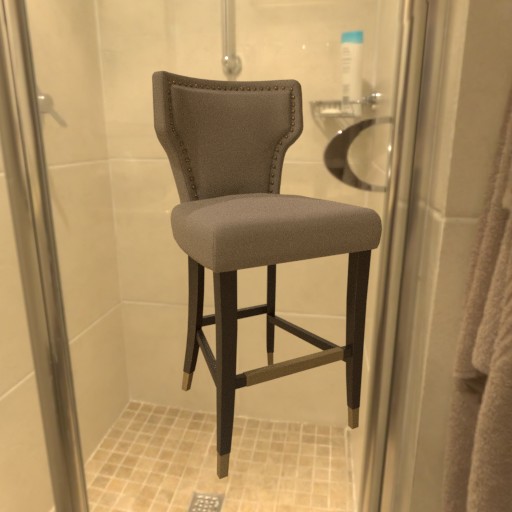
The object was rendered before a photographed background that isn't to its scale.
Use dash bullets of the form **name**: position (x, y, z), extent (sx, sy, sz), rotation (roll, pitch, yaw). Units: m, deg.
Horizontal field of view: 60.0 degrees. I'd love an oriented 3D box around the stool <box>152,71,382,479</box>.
- **stool**: position (0.000, 0.000, 1.394), extent (0.526, 1.092, 0.563), rotation (-8, 17, -26)
